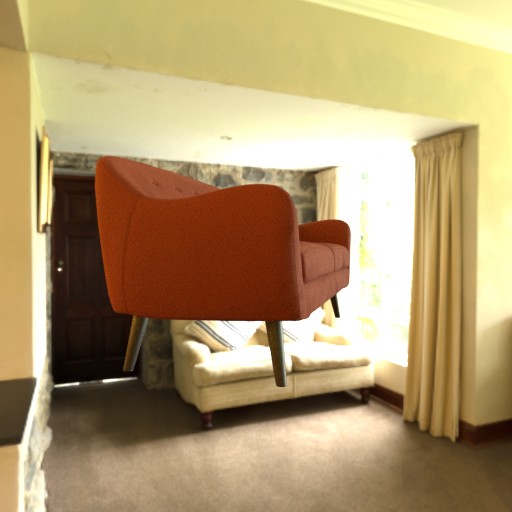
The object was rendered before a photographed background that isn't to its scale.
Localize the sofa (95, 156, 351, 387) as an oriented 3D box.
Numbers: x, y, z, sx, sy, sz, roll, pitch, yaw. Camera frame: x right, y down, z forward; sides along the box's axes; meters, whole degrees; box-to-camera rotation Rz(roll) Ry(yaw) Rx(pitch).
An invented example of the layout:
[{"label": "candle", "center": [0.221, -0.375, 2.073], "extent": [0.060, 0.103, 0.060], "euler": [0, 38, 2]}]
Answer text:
[{"label": "sofa", "center": [0.000, 0.000, 2.295], "extent": [0.820, 0.836, 1.840], "euler": [0, 1, 17]}]
